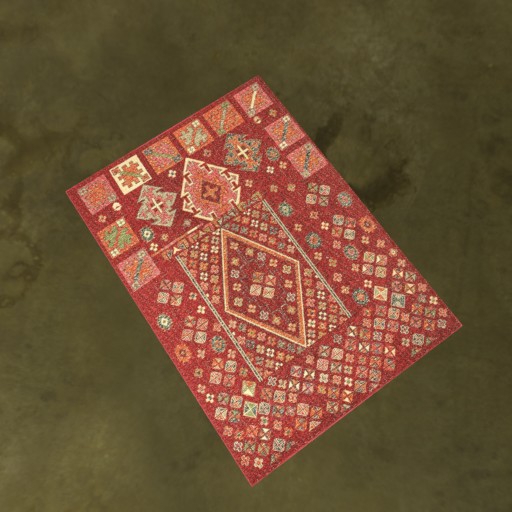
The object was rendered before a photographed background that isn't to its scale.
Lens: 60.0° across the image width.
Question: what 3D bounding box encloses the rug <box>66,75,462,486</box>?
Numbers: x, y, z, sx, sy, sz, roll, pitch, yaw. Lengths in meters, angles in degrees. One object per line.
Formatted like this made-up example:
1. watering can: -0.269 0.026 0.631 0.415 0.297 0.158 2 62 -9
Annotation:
1. rug: 0.000 0.000 2.843 1.579 0.007 2.184 -34 78 -8
